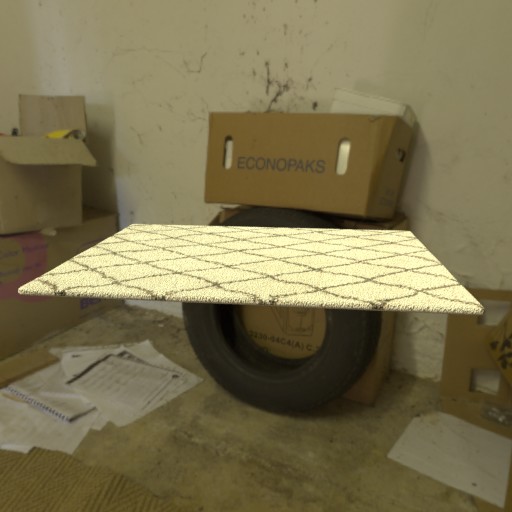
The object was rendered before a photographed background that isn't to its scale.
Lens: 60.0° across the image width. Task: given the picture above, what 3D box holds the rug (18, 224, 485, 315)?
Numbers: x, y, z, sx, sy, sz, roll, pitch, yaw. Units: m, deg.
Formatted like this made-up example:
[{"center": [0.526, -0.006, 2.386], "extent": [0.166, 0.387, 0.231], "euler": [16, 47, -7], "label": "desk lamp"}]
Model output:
[{"center": [0.000, 0.000, 2.246], "extent": [1.778, 0.030, 1.219], "euler": [2, 17, 6], "label": "rug"}]
